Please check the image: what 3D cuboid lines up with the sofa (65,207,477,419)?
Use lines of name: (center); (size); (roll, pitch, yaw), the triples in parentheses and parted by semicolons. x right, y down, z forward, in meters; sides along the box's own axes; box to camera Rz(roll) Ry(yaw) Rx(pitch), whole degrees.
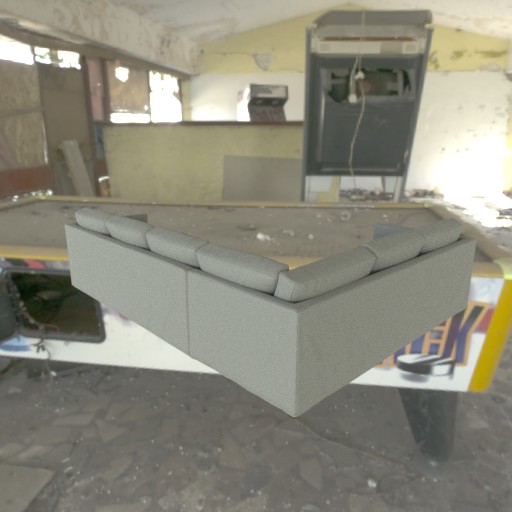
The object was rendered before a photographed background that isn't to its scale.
sofa: (0.000, 0.000, 4.311); (2.432, 0.871, 3.182); (-15, 21, -42)
